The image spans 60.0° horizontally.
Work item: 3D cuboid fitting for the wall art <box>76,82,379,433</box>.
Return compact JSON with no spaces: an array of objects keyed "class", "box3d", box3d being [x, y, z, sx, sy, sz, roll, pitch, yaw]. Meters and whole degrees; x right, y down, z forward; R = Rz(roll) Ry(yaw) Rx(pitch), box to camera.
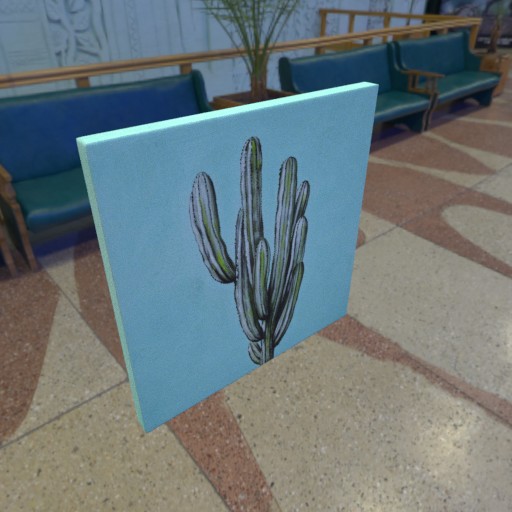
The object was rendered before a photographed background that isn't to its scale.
[{"class":"wall art","box3d":[0.000,0.000,1.157,0.765,0.766,0.054,-23,39,-32]}]
